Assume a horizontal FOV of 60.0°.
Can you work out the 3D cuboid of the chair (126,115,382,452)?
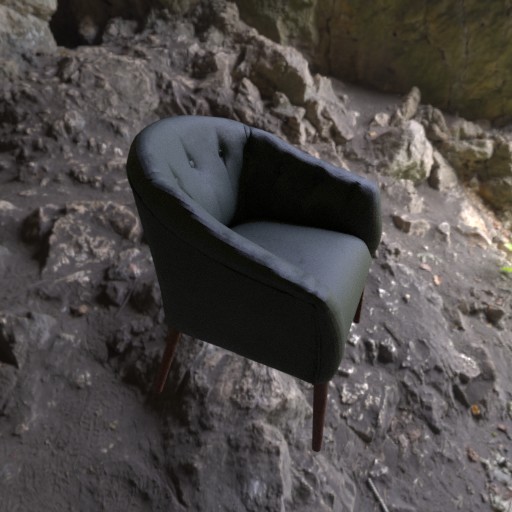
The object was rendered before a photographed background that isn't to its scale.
[{"bbox_3d":[0.000,0.000,1.563,0.776,0.885,0.851,11,31,19],"label":"chair"}]
